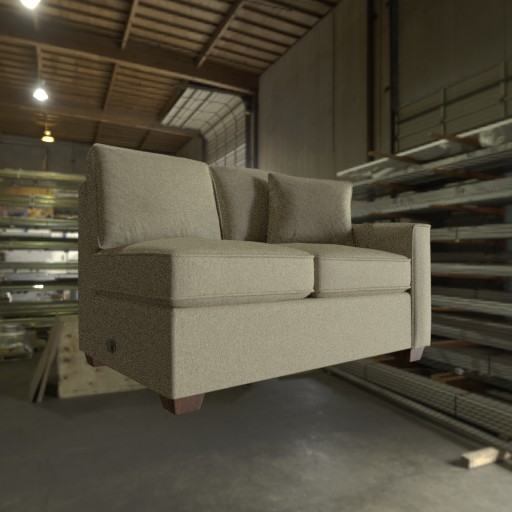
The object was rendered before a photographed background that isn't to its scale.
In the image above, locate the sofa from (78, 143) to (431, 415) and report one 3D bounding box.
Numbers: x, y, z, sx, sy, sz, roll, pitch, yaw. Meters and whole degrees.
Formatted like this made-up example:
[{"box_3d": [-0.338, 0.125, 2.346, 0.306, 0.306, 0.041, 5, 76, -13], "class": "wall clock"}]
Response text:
[{"box_3d": [0.000, 0.000, 2.070, 1.388, 0.989, 0.991, 1, -1, -37], "class": "sofa"}]
